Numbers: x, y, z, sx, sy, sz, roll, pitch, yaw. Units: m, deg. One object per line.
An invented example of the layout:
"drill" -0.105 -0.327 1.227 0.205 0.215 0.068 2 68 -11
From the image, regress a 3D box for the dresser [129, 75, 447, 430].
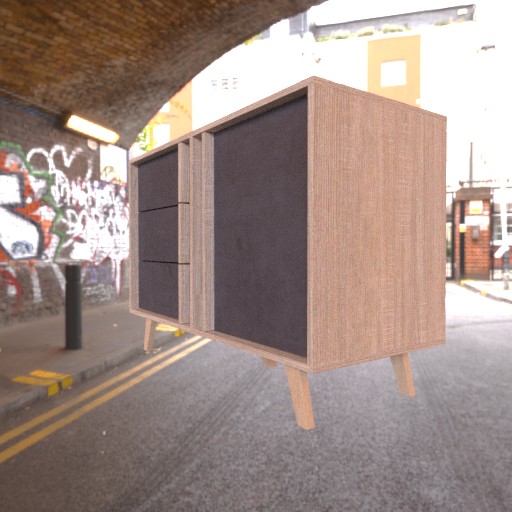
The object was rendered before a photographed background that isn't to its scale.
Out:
"dresser" 0.000 0.000 1.532 0.500 0.780 1.110 -1 1 -36
